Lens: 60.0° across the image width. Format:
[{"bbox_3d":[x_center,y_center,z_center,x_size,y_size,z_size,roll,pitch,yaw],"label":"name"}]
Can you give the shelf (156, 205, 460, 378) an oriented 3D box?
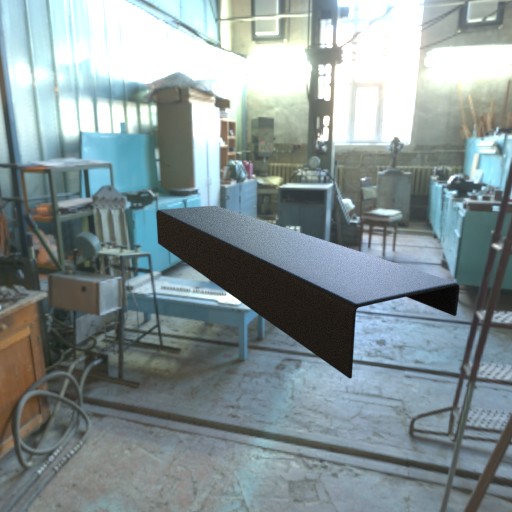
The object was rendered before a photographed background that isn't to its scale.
[{"bbox_3d":[0.000,0.000,0.506,0.102,0.053,0.456,-8,16,-27],"label":"shelf"}]
